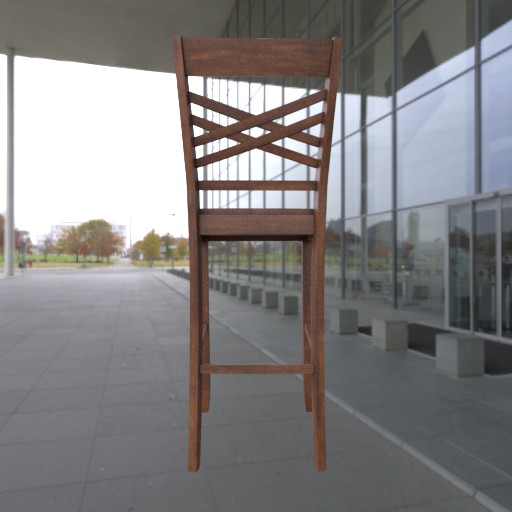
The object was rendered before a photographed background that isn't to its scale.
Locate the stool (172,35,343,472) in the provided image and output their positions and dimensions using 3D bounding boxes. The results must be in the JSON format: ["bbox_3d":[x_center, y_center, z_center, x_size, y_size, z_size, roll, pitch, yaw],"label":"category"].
[{"bbox_3d":[0.000,0.000,1.341,0.426,1.098,0.504,0,0,-1],"label":"stool"}]
